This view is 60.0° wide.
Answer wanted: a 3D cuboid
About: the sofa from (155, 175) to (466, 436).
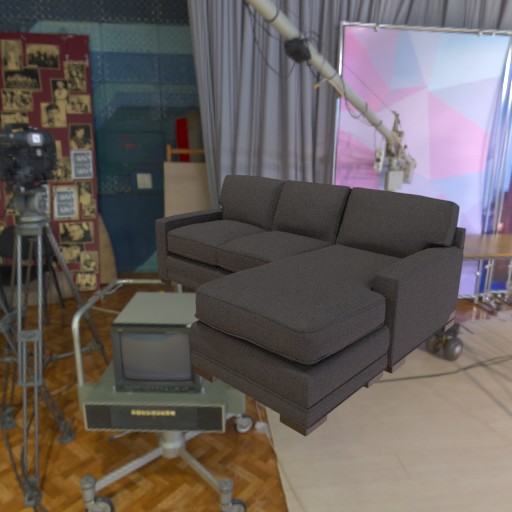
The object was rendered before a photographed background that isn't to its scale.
[{"bbox_3d":[0.000,0.000,3.311,2.370,0.973,1.790,15,22,42],"label":"sofa"}]
